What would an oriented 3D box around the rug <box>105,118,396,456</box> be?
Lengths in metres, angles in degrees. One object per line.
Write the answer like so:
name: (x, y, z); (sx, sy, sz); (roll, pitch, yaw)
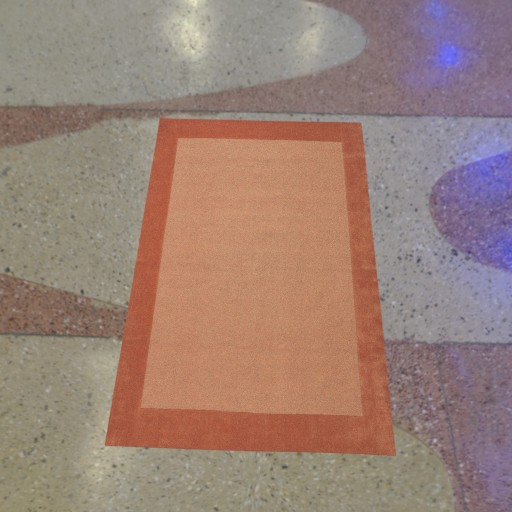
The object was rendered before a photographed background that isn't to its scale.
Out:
rug: (0.000, 0.000, 2.265); (1.219, 0.014, 1.829); (1, 63, 1)
